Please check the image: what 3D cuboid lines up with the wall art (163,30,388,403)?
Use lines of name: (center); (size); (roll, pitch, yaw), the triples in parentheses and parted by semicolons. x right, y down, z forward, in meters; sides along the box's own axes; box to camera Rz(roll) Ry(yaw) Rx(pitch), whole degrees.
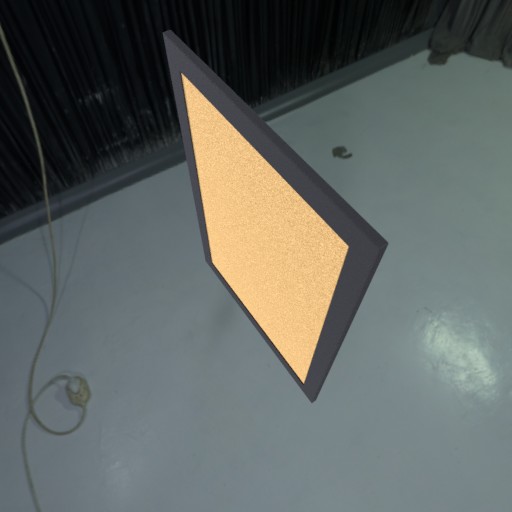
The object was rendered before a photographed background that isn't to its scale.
wall art: (0.000, 0.000, 0.674); (0.012, 0.529, 0.374); (-31, 63, -18)
